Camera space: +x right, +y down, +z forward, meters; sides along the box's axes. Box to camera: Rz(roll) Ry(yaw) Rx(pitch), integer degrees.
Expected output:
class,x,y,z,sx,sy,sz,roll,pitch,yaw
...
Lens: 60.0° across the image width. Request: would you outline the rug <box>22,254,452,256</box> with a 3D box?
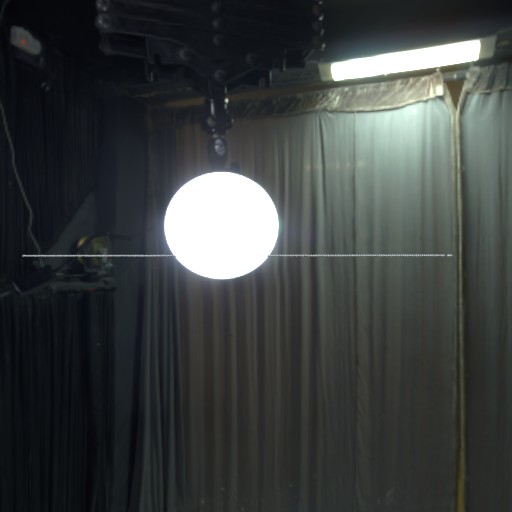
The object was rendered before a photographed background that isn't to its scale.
class,x,y,z,sx,sy,sz,roll,pitch,yaw
rug,0.000,0.000,4.073,3.061,0.010,2.330,0,0,17
